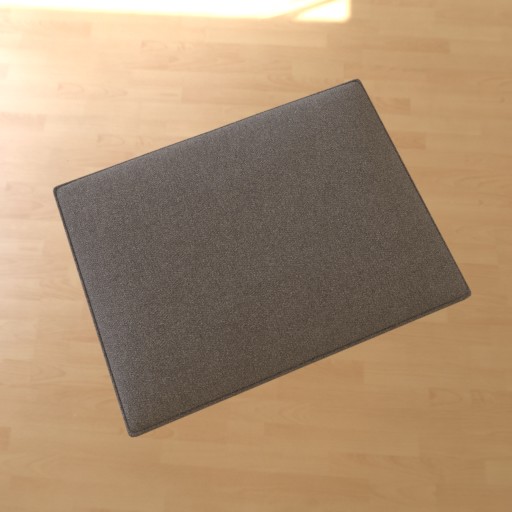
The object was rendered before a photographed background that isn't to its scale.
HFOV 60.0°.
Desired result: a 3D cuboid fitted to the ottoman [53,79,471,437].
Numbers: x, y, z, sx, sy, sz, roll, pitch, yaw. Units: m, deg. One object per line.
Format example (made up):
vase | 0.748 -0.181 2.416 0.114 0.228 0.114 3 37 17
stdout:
ottoman | 0.000 0.000 1.122 0.785 0.464 0.583 -21 77 -5
